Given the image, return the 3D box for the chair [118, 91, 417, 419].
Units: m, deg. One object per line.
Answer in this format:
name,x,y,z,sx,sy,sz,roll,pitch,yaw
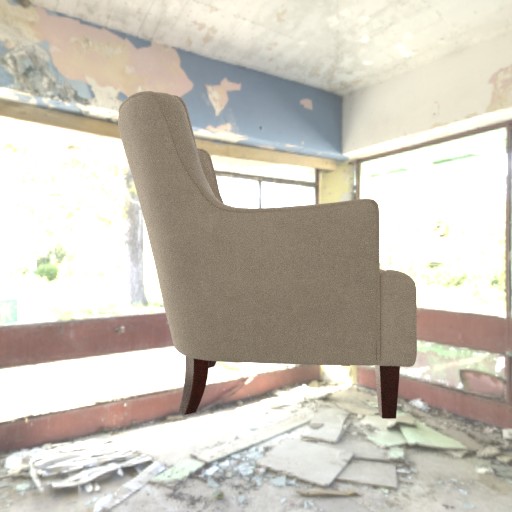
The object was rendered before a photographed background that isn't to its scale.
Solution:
chair,0.000,0.000,1.577,0.910,0.920,0.781,0,0,0
